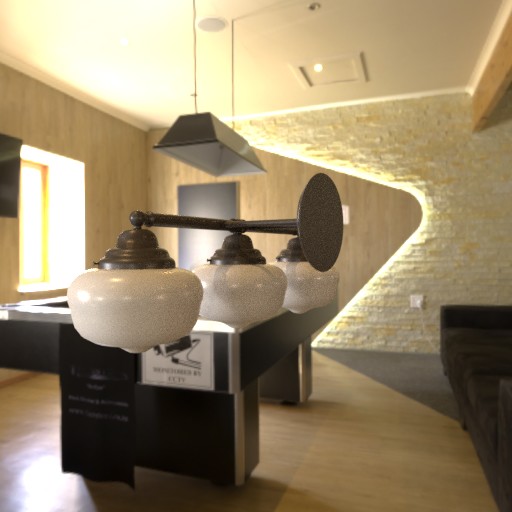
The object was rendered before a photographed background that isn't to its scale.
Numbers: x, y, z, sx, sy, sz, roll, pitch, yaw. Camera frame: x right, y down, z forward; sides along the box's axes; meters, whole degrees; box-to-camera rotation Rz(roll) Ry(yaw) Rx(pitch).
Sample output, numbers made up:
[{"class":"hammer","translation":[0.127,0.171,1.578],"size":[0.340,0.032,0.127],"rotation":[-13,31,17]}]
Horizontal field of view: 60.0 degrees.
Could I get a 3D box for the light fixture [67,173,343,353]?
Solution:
[{"class":"light fixture","translation":[0.000,0.000,0.713],"size":[0.239,0.242,0.587],"rotation":[0,1,34]}]
